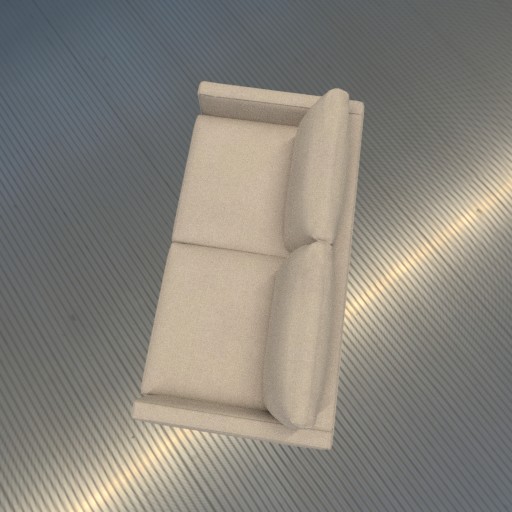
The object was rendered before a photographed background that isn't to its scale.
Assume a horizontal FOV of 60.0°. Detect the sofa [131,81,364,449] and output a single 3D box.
[{"bbox_3d":[0.000,0.000,2.237,0.875,0.840,1.682,8,75,2],"label":"sofa"}]
